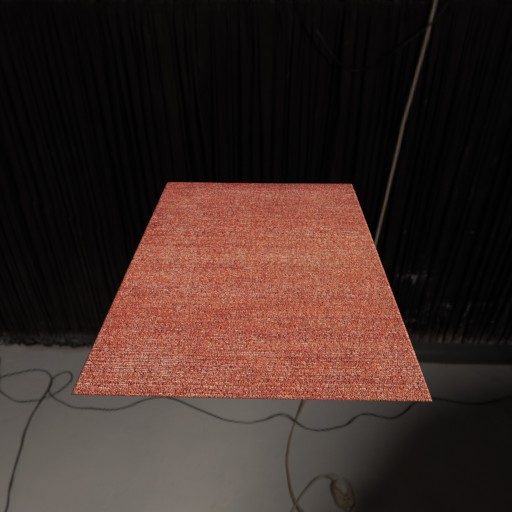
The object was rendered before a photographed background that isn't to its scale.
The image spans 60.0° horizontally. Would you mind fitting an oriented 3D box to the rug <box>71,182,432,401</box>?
[{"bbox_3d":[0.000,0.000,5.077,2.803,0.025,3.965,1,34,1],"label":"rug"}]
